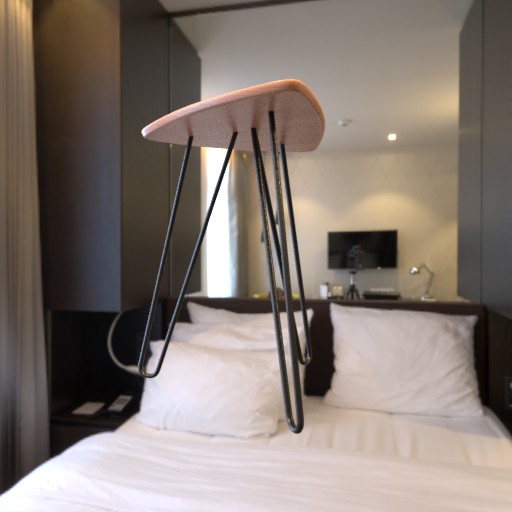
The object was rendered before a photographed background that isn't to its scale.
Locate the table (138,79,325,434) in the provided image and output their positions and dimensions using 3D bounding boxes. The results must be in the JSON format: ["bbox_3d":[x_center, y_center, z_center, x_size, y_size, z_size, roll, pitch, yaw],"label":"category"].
[{"bbox_3d":[0.000,0.000,0.898,0.442,0.564,0.455,0,0,-18],"label":"table"}]
